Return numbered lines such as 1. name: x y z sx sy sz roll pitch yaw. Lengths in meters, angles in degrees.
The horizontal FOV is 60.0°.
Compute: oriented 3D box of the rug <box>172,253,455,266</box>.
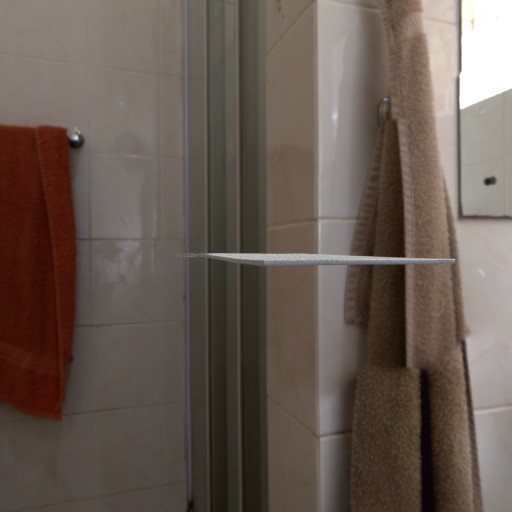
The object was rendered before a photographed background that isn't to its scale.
1. rug: 0.000 0.000 2.487 0.675 0.037 2.341 0 1 -17
